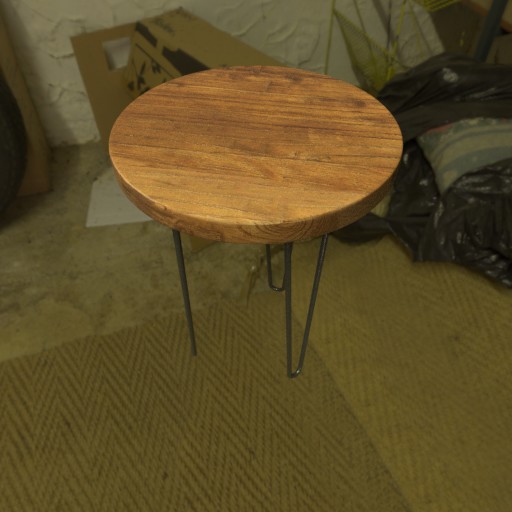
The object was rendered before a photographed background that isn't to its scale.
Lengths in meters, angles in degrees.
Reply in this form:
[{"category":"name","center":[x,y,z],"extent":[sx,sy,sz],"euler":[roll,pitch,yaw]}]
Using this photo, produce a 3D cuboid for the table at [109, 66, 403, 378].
[{"category":"table","center":[0.000,0.000,0.802],"extent":[0.400,0.520,0.400],"euler":[0,46,0]}]
